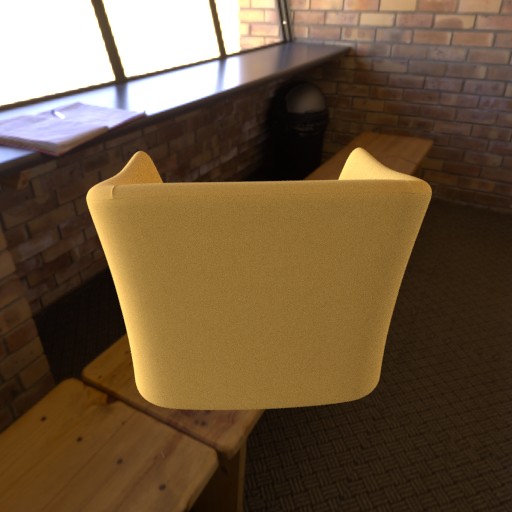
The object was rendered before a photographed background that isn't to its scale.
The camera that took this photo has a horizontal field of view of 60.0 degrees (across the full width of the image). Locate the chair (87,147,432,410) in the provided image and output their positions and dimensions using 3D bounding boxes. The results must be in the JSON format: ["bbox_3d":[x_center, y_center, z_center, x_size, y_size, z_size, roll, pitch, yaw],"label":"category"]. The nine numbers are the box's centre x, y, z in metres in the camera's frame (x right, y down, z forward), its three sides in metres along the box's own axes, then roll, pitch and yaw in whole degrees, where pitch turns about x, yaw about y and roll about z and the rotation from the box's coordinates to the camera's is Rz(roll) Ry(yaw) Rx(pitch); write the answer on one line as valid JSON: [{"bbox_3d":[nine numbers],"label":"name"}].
[{"bbox_3d":[0.000,0.000,1.331,0.790,0.720,0.700,-1,32,-2],"label":"chair"}]
